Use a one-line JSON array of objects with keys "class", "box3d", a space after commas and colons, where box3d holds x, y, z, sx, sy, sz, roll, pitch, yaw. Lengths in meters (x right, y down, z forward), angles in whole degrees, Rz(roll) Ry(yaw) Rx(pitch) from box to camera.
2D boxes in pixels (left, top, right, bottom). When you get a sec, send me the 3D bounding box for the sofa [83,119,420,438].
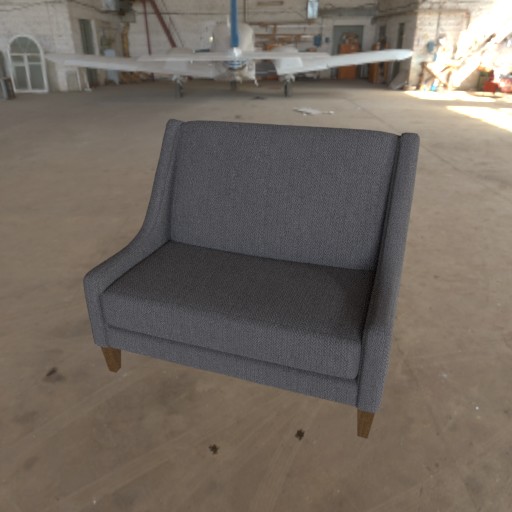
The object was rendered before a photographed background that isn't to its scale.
[{"class": "sofa", "box3d": [0.000, 0.000, 1.966, 1.242, 1.022, 0.873, 9, 27, 17]}]
